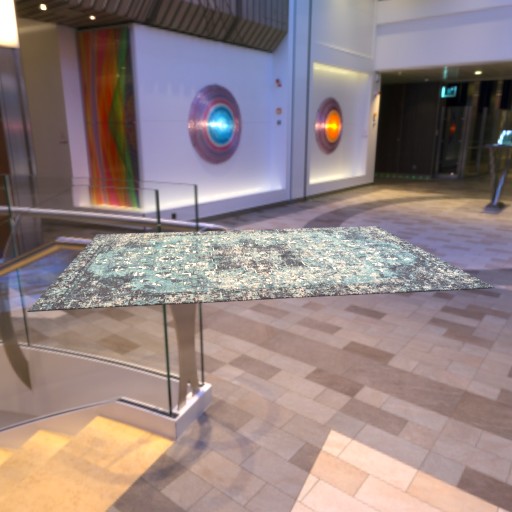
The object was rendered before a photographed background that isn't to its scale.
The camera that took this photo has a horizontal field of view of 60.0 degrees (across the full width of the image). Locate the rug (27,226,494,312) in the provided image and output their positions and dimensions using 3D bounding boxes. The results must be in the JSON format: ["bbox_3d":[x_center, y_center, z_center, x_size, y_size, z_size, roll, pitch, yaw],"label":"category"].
[{"bbox_3d":[0.000,0.000,2.293,1.828,0.005,1.219,-2,16,-7],"label":"rug"}]
